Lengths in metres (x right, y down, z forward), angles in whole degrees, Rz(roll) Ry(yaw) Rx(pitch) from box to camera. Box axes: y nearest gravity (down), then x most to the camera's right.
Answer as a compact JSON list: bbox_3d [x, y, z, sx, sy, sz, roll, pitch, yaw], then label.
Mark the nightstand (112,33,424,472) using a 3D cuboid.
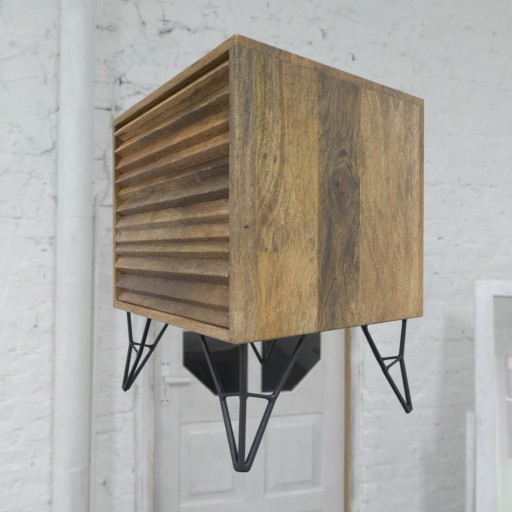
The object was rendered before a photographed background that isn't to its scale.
[{"bbox_3d":[0.000,0.000,0.851,0.406,0.559,0.457,0,1,-37],"label":"nightstand"}]
